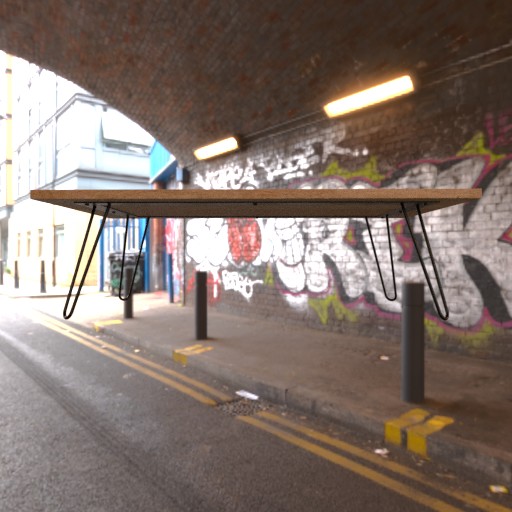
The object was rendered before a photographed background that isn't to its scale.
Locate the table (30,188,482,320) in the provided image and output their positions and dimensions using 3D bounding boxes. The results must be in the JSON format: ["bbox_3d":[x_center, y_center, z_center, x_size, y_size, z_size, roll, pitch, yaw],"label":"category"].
[{"bbox_3d":[0.000,0.000,1.671,1.348,0.400,0.699,0,0,1],"label":"table"}]
